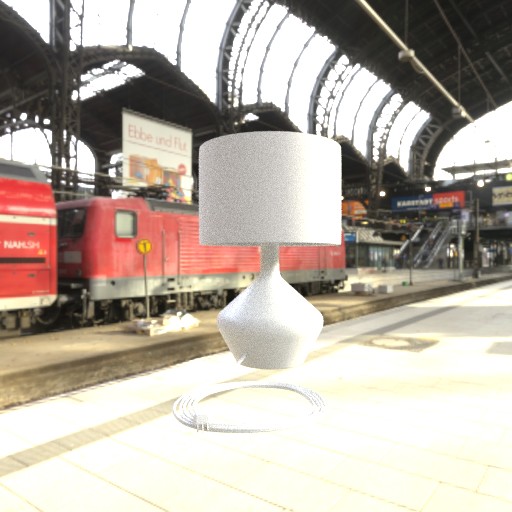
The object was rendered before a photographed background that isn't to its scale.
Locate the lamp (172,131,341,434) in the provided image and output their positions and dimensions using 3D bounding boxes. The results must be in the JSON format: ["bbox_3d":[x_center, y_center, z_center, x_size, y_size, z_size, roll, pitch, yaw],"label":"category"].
[{"bbox_3d":[0.000,0.000,0.836,0.401,0.457,0.546,0,0,35],"label":"lamp"}]
